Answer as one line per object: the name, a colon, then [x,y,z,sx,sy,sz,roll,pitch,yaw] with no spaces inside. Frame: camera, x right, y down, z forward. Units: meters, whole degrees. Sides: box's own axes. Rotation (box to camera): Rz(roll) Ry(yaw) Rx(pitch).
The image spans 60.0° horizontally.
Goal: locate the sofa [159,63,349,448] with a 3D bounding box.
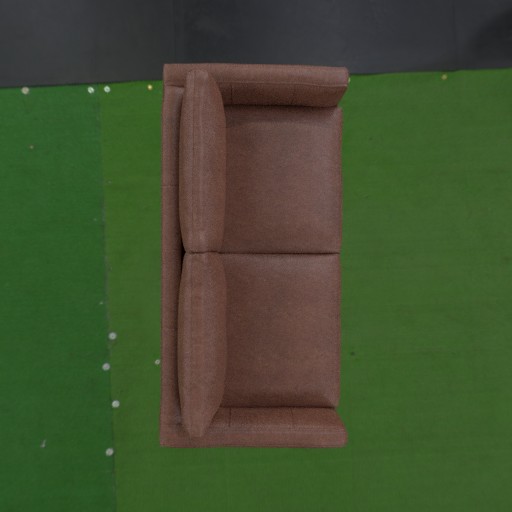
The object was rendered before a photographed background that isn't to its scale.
sofa: [0.000,0.000,2.266,0.899,0.883,1.797,0,89,-1]
